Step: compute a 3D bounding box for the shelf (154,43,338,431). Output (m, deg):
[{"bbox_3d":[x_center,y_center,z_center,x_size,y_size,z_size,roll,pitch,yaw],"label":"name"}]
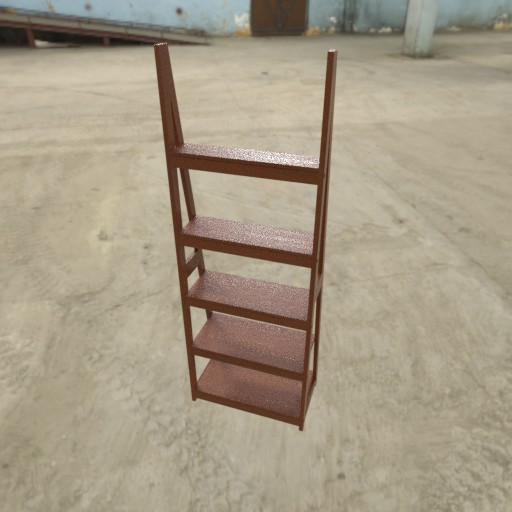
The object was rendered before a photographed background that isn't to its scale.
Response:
[{"bbox_3d":[0.000,0.000,2.043,0.630,1.780,0.356,10,33,16],"label":"shelf"}]
